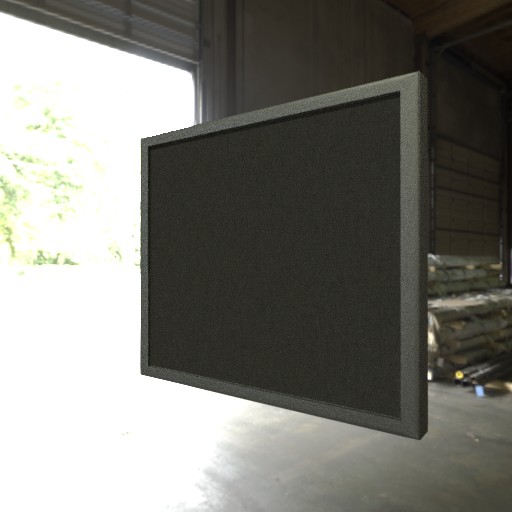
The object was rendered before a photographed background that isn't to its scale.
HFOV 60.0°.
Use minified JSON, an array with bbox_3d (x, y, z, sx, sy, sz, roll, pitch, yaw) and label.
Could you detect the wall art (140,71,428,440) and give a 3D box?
[{"bbox_3d":[0.000,0.000,0.517,0.380,0.330,0.028,0,0,36],"label":"wall art"}]
